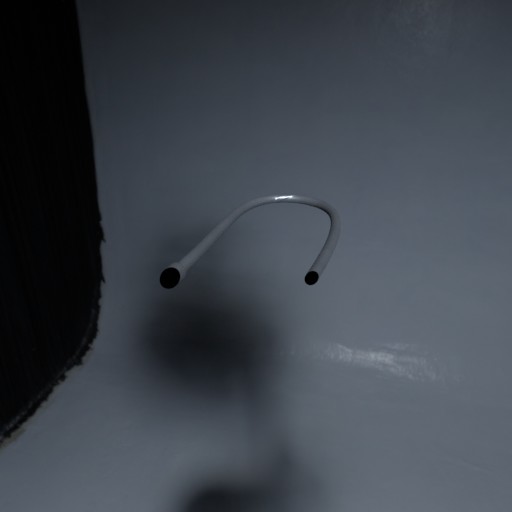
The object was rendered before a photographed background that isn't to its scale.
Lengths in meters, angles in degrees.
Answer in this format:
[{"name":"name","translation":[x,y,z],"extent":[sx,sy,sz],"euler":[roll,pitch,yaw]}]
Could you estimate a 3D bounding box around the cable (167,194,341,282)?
[{"name":"cable","translation":[0.000,0.000,0.110],"extent":[0.041,0.005,0.098],"euler":[8,27,16]}]
